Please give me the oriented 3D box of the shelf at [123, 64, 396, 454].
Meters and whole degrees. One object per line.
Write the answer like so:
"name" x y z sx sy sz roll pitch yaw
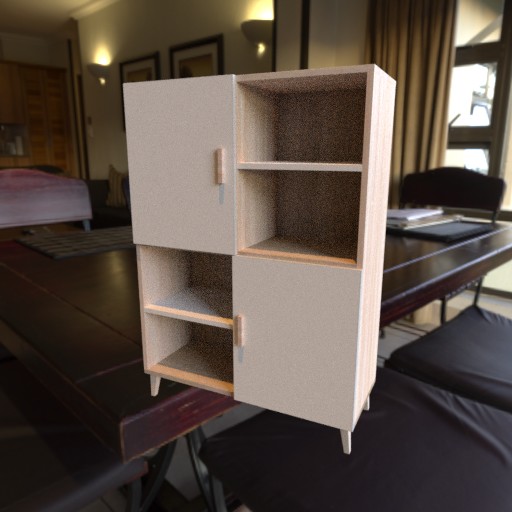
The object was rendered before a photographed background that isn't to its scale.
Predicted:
"shelf" 0.000 0.000 1.903 0.995 1.405 0.434 7 15 25
